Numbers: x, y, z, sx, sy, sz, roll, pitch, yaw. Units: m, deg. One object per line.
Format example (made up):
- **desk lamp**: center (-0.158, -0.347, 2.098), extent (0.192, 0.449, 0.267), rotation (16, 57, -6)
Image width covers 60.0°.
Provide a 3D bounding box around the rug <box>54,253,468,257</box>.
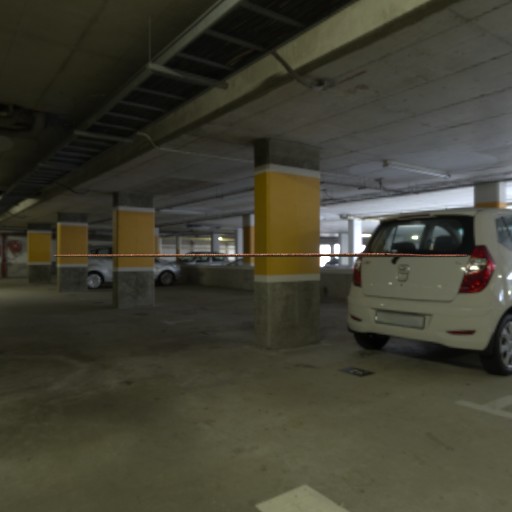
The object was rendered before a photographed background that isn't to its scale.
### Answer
- **rug**: center (0.000, 0.000, 2.221), extent (1.747, 0.011, 1.139), rotation (0, 0, 36)
